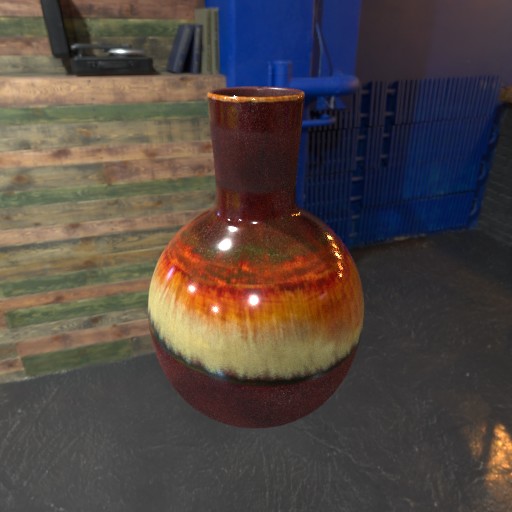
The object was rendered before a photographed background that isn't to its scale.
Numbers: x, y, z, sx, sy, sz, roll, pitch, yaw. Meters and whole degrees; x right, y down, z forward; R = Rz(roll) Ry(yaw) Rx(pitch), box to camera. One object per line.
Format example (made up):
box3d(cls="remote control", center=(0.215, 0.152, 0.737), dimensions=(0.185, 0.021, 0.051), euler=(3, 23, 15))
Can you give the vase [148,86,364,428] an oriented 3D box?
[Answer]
box3d(cls="vase", center=(0.000, 0.000, 0.220), dimensions=(0.111, 0.154, 0.111), euler=(0, 26, 0))
